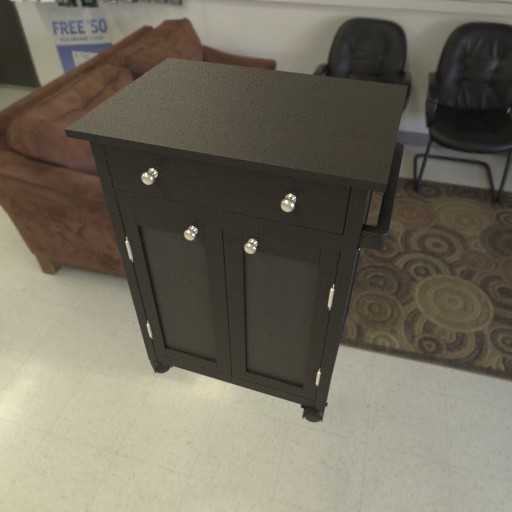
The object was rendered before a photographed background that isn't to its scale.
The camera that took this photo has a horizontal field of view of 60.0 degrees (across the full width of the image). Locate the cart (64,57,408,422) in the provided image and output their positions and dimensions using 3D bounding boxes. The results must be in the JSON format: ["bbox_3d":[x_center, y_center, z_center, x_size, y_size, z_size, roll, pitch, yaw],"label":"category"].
[{"bbox_3d":[0.000,0.000,1.263,0.660,0.879,0.456,13,43,14],"label":"cart"}]
